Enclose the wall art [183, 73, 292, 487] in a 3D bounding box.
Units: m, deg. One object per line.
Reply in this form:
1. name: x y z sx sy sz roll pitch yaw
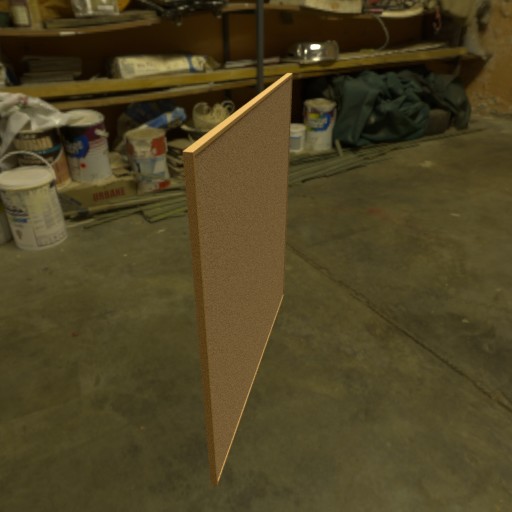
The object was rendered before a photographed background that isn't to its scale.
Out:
1. wall art: 0.000 0.000 0.964 0.014 0.655 0.657 7 31 12
